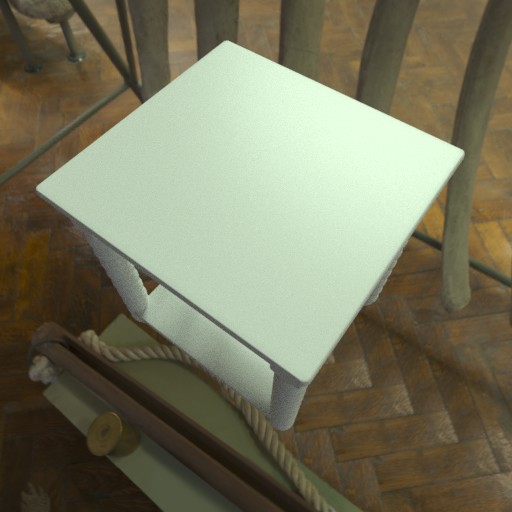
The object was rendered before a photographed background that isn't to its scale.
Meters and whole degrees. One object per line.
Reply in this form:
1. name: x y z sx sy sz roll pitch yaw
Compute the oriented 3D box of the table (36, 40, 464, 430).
1. table: 0.000 0.000 0.980 0.533 0.563 0.500 33 64 18
